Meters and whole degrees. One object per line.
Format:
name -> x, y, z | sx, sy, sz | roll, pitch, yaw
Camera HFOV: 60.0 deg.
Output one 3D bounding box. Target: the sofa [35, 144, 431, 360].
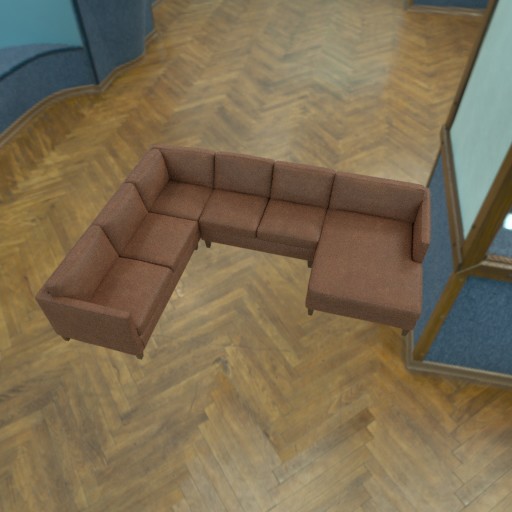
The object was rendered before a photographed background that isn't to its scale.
sofa -> 0.000, 0.000, 4.688 | 3.460, 0.923, 2.593 | 11, 48, 10
